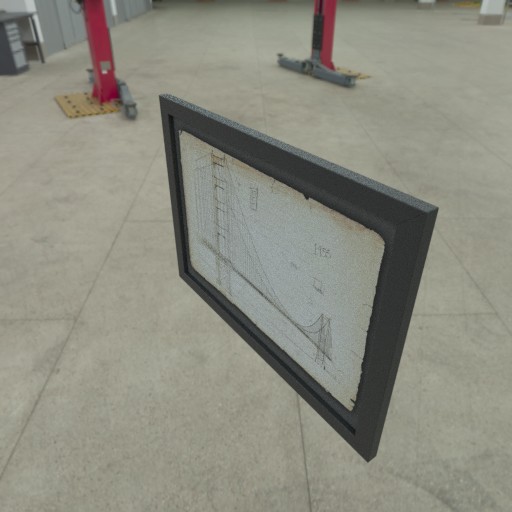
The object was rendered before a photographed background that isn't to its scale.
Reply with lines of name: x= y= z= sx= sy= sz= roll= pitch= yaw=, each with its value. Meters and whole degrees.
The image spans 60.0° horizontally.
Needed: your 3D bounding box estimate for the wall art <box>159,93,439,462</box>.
wall art: x=0.000 y=0.000 z=0.549 sx=0.016 sy=0.306 sz=0.432 roll=-22 pitch=39 yaw=-30
